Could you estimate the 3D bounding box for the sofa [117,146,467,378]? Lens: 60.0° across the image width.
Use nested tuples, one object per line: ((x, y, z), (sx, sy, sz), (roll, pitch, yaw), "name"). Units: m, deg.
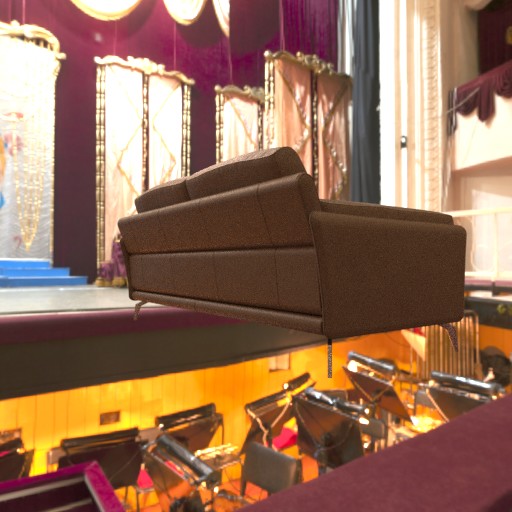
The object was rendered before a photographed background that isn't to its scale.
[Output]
((0.000, 0.000, 2.684), (1.049, 0.930, 2.101), (1, -1, -35), "sofa")
